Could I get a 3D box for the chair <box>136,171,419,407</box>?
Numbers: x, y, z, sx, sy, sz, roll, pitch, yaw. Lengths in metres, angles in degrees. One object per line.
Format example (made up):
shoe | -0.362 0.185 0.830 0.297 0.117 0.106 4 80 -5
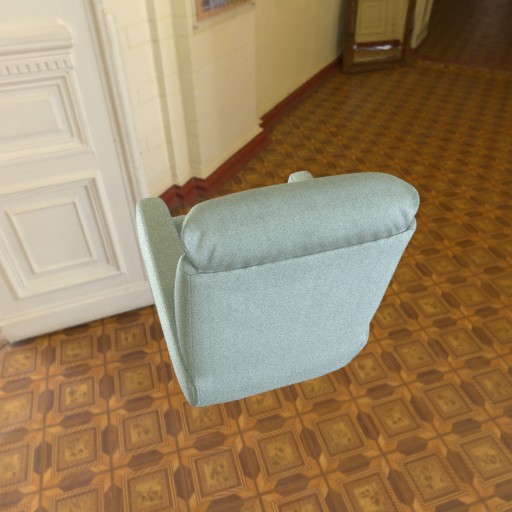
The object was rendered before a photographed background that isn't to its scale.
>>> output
chair | 0.000 0.000 1.647 0.812 1.013 0.940 -12 41 -13
